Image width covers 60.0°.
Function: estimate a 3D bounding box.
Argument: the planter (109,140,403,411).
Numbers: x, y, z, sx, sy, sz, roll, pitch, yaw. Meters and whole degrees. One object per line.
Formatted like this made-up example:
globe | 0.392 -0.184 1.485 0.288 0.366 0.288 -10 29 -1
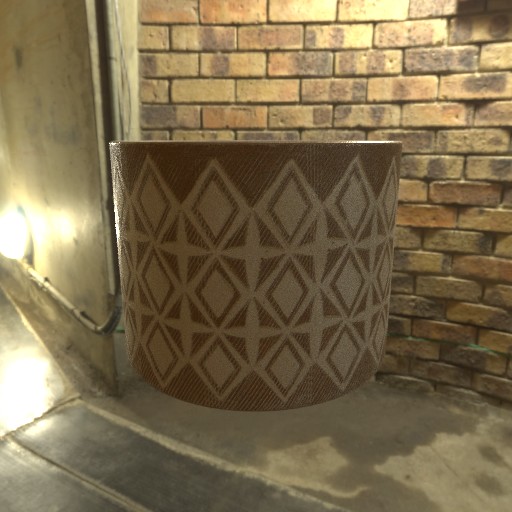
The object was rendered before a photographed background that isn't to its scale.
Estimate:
planter | 0.000 0.000 0.327 0.193 0.165 0.193 0 15 0
